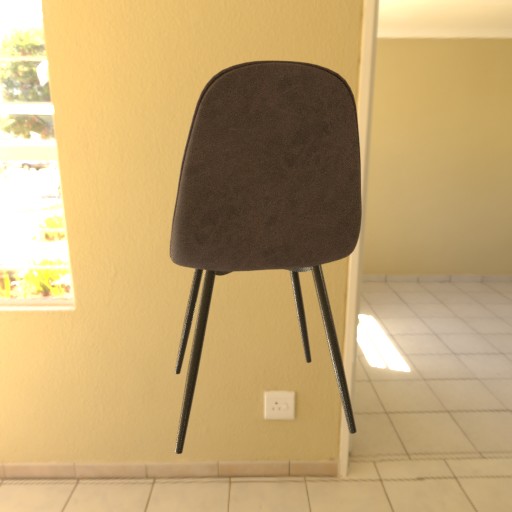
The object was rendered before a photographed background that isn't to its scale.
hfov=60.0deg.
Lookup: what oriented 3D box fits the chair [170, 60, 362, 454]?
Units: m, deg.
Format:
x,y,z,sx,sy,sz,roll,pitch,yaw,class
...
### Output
x,y,z,sx,sy,sz,roll,pitch,yaw,class
0.000,0.000,1.200,0.472,0.889,0.561,-2,14,-10,chair
